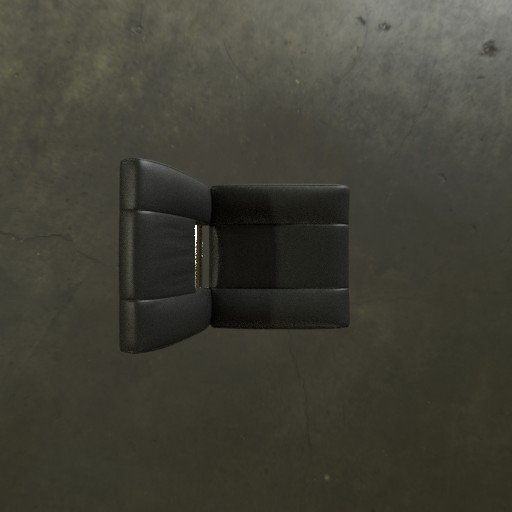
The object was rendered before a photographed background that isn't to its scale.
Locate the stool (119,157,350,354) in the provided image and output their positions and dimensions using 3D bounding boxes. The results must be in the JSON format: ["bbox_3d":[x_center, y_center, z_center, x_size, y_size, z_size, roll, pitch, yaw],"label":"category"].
[{"bbox_3d":[0.000,0.000,1.428,0.520,1.151,0.415,0,90,1],"label":"stool"}]
